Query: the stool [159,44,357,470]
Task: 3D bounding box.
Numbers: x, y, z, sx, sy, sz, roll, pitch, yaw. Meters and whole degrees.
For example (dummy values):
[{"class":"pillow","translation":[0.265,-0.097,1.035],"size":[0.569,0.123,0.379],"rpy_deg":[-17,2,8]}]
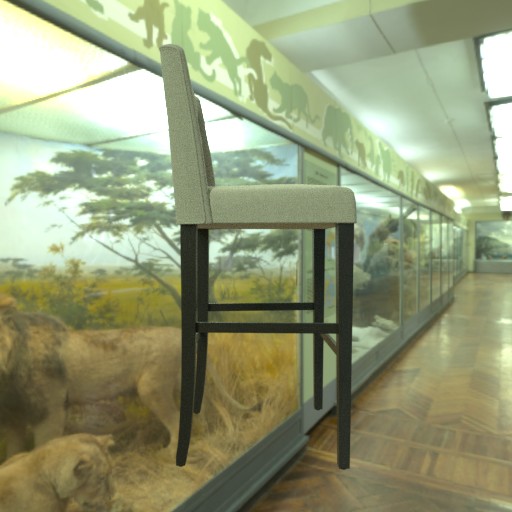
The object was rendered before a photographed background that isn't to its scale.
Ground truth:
[{"class":"stool","translation":[0.000,0.000,1.367],"size":[0.509,1.116,0.474],"rpy_deg":[0,1,-1]}]
